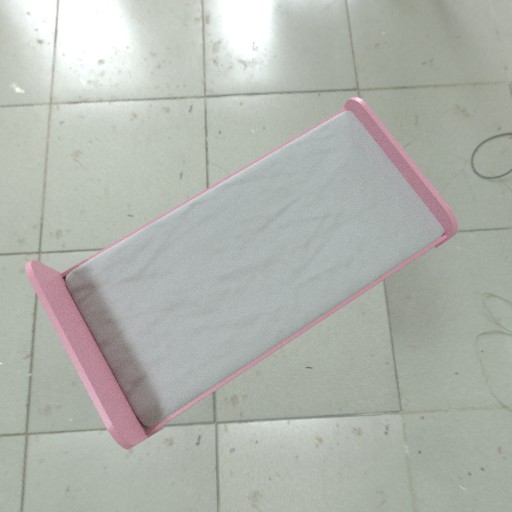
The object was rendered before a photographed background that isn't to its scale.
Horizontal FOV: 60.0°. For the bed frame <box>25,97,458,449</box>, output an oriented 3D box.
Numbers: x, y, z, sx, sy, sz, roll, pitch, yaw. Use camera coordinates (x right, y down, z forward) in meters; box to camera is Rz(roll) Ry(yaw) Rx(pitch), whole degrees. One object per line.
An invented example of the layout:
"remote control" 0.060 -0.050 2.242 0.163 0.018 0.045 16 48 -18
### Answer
"bed frame" 0.000 0.000 2.449 1.963 0.805 0.998 -32 77 -8
